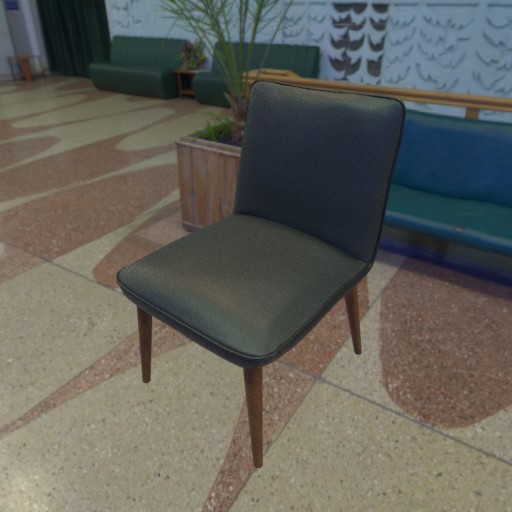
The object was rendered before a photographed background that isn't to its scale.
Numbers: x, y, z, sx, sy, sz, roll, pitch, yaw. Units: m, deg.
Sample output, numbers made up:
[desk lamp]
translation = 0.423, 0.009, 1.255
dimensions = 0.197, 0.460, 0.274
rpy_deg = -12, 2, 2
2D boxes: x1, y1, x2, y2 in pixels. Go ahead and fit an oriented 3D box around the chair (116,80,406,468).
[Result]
[chair]
translation = 0.000, 0.000, 1.202
dimensions = 0.543, 0.801, 0.645
rpy_deg = 19, 35, 30
